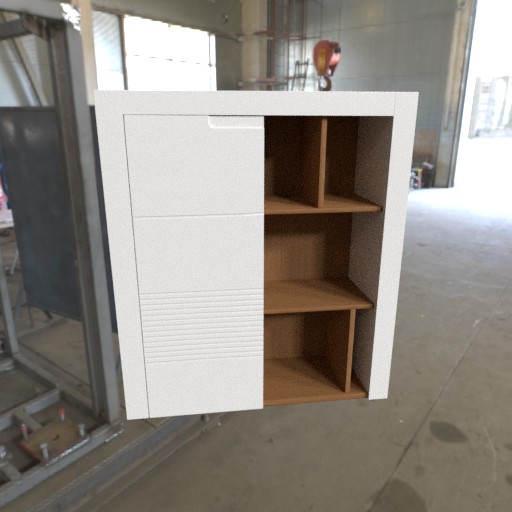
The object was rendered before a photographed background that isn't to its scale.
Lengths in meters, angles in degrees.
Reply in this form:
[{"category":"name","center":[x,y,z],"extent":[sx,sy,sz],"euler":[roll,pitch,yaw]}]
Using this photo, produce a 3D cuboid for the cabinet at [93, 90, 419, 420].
[{"category":"cabinet","center":[0.000,0.000,1.671],"extent":[0.990,1.150,0.348],"euler":[-2,18,-7]}]
